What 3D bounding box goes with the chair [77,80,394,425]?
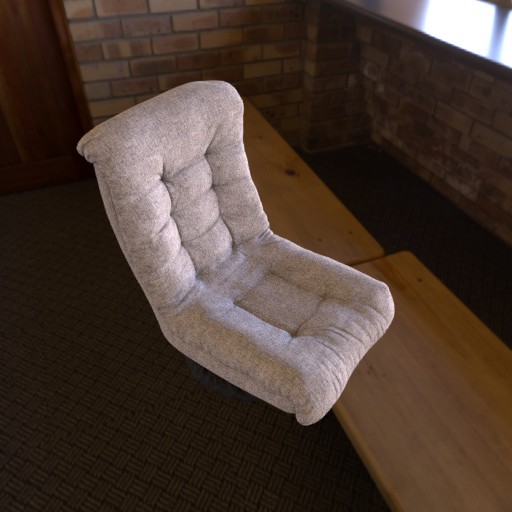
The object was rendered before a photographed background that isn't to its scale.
[{"bbox_3d":[0.000,0.000,0.984,0.583,0.600,0.400,26,47,27],"label":"chair"}]
